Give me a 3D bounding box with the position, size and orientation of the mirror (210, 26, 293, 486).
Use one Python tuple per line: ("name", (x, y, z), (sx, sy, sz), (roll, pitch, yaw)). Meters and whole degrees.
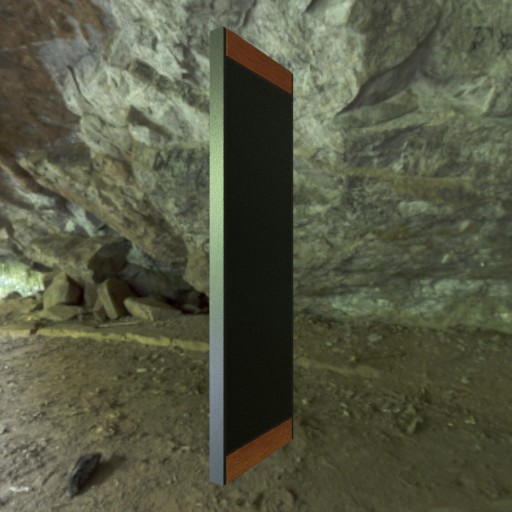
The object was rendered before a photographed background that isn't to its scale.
("mirror", (0.000, 0.000, 1.234), (0.047, 1.123, 0.343), (0, 0, 35))
